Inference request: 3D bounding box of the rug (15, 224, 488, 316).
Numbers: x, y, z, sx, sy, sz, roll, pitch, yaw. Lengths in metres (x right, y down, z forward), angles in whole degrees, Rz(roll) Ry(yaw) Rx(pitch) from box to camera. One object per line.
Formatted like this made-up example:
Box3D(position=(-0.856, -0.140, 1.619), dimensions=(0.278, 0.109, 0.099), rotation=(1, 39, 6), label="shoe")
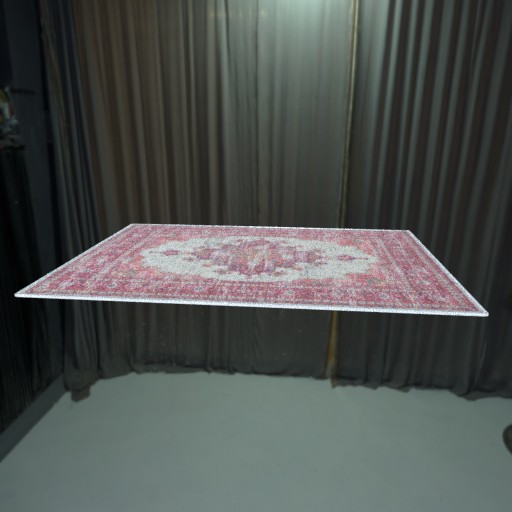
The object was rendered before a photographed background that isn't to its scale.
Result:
Box3D(position=(0.000, 0.000, 2.195), dimensions=(1.747, 0.011, 1.217), rotation=(2, 17, 6), label="rug")
